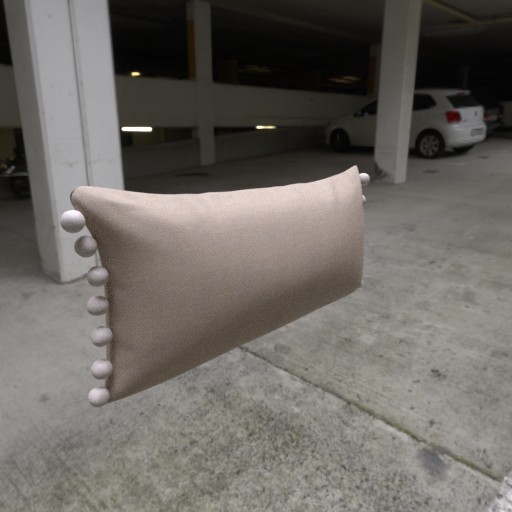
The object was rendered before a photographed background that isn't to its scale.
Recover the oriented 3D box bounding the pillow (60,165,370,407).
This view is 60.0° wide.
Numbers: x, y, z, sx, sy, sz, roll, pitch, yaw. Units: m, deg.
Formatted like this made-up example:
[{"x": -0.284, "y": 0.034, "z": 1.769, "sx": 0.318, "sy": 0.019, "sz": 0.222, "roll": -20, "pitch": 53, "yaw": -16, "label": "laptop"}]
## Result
[{"x": 0.000, "y": 0.000, "z": 0.830, "sx": 0.201, "sy": 0.322, "sz": 0.709, "roll": 16, "pitch": 23, "yaw": 43, "label": "pillow"}]
